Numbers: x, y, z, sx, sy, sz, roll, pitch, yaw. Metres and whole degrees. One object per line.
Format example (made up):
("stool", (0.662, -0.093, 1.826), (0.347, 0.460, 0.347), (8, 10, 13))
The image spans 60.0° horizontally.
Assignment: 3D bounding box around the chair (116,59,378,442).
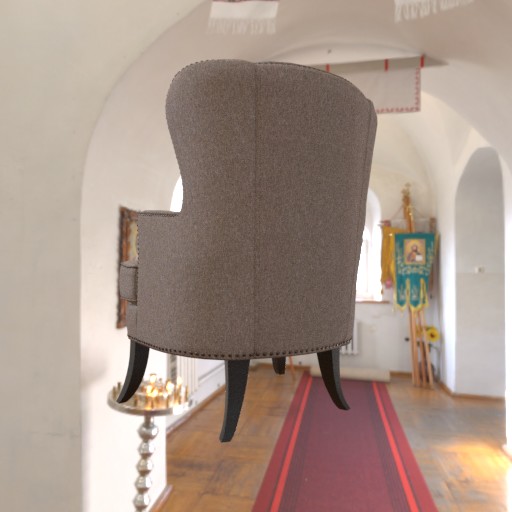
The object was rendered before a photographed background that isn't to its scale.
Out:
("chair", (0.000, 0.000, 1.557), (0.759, 1.060, 0.758), (1, -1, -35))
